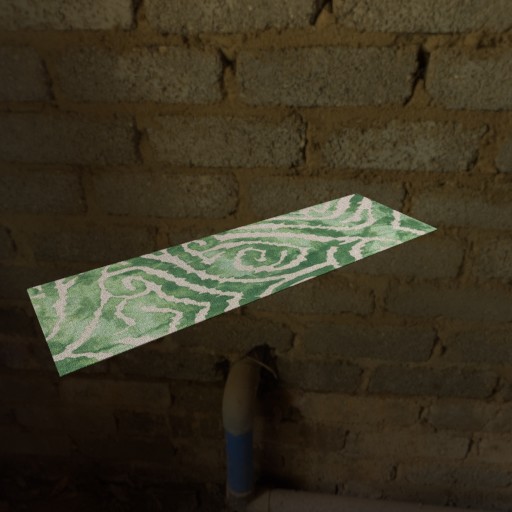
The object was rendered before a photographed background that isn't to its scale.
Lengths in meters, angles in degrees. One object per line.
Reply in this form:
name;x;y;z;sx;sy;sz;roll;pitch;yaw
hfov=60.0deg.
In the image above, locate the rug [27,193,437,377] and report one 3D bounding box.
rug;0.000;0.000;2.682;2.438;0.006;0.761;-18;35;-29
